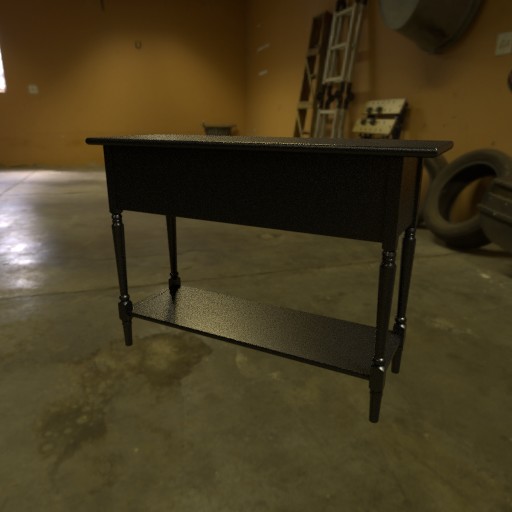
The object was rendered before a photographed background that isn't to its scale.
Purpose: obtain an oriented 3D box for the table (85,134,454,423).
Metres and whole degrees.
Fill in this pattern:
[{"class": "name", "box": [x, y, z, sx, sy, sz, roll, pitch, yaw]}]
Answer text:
[{"class": "table", "box": [0.000, 0.000, 1.605, 1.191, 0.819, 0.386, 9, 19, 27]}]
